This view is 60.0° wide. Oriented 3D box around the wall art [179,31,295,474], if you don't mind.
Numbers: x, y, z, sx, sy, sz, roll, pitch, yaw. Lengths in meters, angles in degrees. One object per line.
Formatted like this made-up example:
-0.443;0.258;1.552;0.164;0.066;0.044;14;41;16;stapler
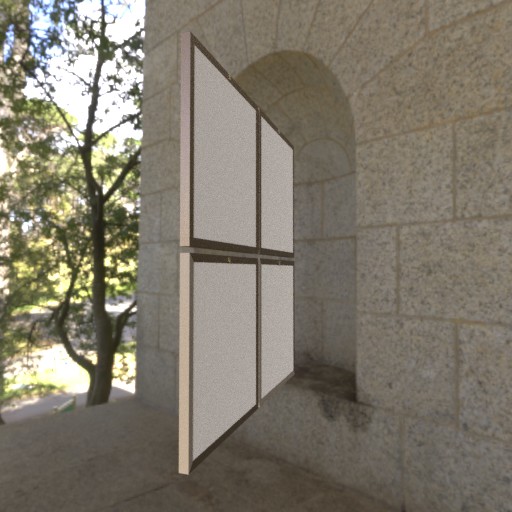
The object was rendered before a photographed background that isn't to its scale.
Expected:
0.000;0.000;1.521;0.030;1.032;1.032;-1;-2;19;wall art
